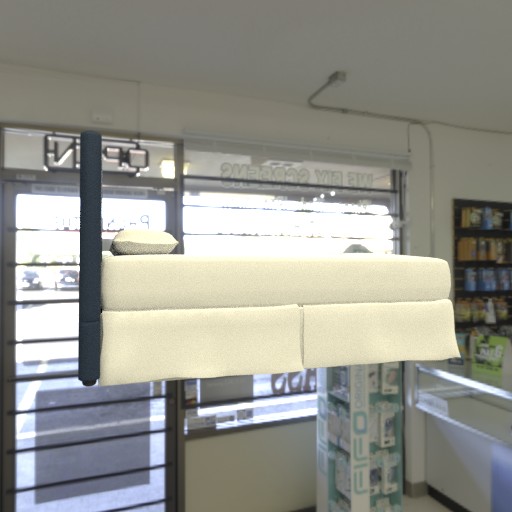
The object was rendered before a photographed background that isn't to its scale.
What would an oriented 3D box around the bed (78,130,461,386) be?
[{"bbox_3d":[0.000,0.000,3.485,2.507,1.441,1.741,0,-1,-19],"label":"bed"}]
